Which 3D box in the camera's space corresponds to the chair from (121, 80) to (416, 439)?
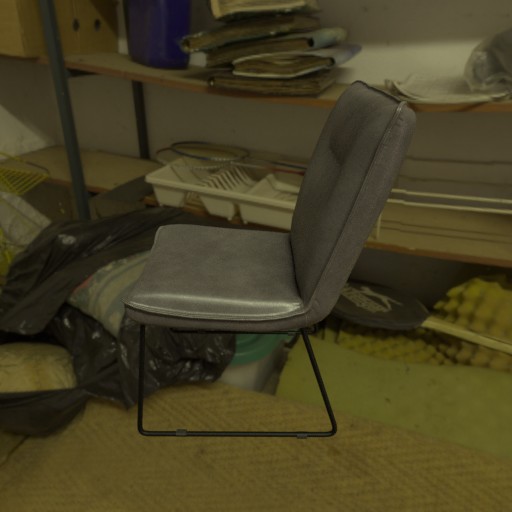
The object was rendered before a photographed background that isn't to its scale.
[{"bbox_3d":[0.000,0.000,1.309,0.688,0.932,0.515,0,26,1],"label":"chair"}]
